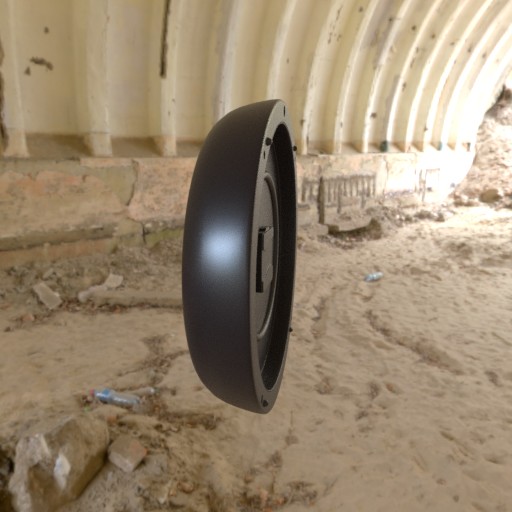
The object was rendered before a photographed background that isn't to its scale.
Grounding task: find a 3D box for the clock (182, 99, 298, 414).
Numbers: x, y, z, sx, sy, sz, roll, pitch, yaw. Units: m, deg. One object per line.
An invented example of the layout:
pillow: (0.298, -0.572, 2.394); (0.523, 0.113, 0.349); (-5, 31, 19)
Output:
clock: (0.000, 0.000, 0.451); (0.060, 0.300, 0.300); (3, 14, 11)
